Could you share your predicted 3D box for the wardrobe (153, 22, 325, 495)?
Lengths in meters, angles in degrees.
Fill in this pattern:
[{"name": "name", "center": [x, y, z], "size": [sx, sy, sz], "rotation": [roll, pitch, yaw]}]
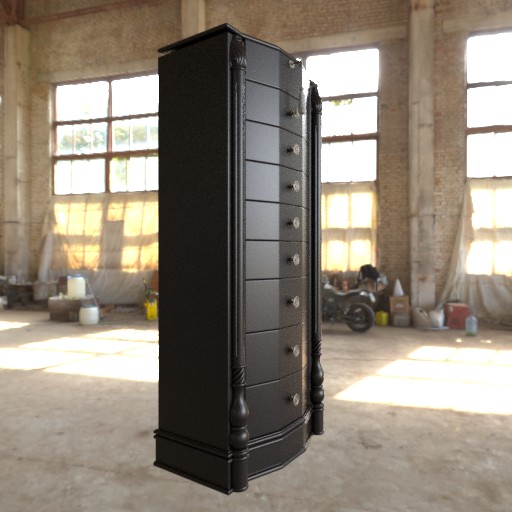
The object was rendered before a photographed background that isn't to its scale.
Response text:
[{"name": "wardrobe", "center": [0.000, 0.000, 1.165], "size": [0.295, 1.011, 0.444], "rotation": [0, 0, 35]}]
